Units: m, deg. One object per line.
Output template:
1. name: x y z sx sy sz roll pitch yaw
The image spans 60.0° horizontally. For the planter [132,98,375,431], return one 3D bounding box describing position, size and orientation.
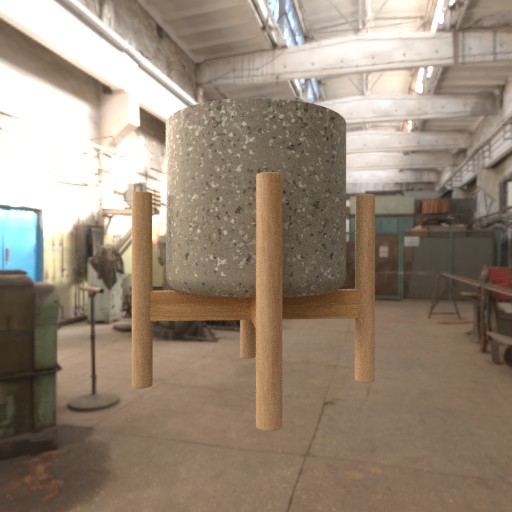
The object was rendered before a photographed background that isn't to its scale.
1. planter: 0.000 0.000 0.558 0.284 0.320 0.284 0 0 17
